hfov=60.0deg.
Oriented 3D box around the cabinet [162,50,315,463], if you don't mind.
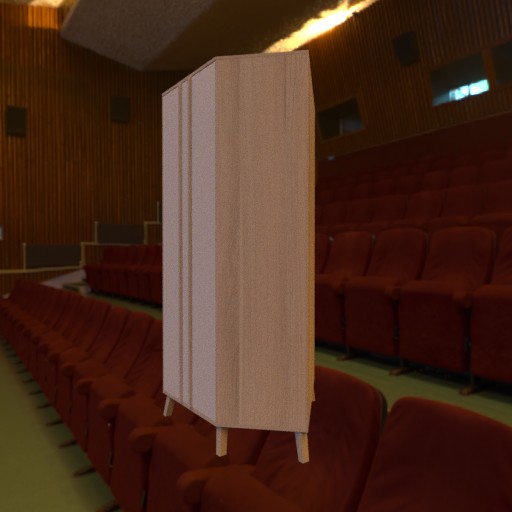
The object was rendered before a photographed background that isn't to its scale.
[{"bbox_3d":[0.000,0.000,2.705,0.969,1.957,1.272,-1,1,-36],"label":"cabinet"}]
